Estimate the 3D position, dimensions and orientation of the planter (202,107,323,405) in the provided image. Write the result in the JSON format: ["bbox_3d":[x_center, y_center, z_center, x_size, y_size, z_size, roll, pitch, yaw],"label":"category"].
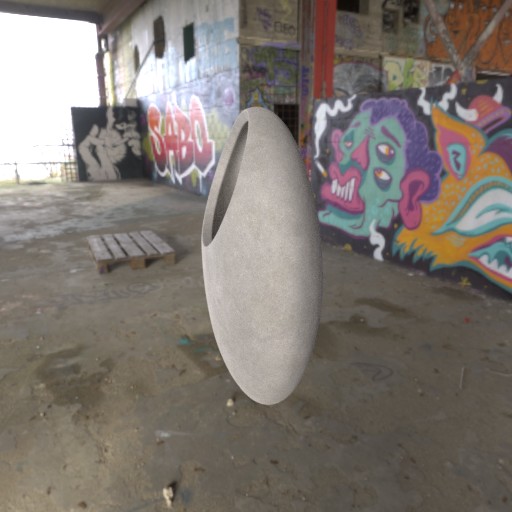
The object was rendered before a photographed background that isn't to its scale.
[{"bbox_3d":[0.000,0.000,0.294,0.071,0.188,0.185,-2,15,-9],"label":"planter"}]
